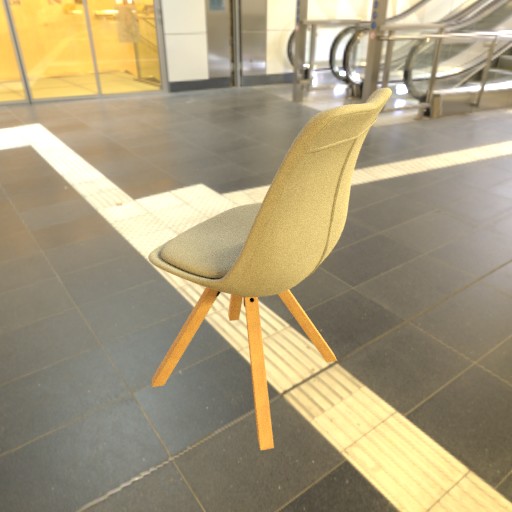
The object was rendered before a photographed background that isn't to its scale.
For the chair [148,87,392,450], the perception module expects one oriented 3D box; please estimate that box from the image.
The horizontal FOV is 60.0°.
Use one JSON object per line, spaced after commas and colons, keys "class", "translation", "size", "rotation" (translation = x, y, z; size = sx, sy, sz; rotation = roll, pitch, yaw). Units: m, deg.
{"class": "chair", "translation": [0.000, 0.000, 1.179], "size": [0.549, 0.863, 0.474], "rotation": [19, 35, 29]}
